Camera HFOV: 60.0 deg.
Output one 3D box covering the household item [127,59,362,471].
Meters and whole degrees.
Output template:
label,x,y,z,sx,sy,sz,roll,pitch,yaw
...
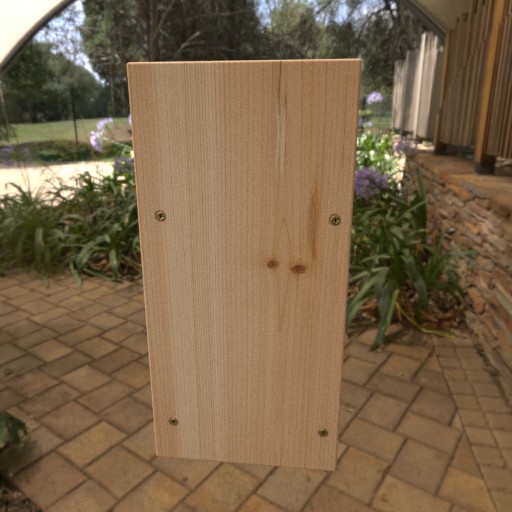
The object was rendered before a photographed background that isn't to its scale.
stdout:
label,x,y,z,sx,sy,sz,roll,pitch,yaw
household item,0.000,0.000,0.396,0.149,0.300,0.171,2,16,6
